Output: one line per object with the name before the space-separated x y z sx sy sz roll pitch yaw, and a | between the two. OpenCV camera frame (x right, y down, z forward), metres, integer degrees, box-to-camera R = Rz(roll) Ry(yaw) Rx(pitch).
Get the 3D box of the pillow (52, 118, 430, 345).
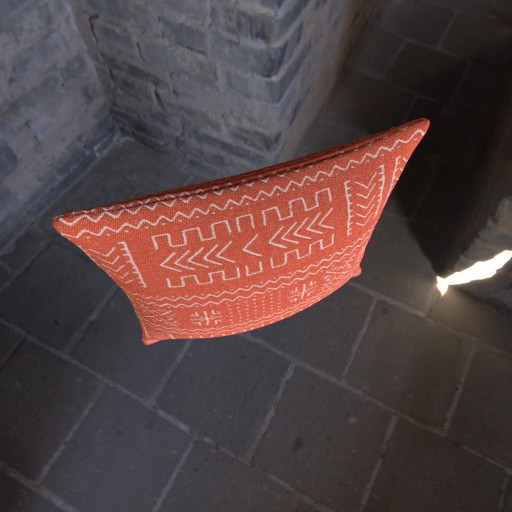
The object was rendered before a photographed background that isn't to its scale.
pillow | 0.000 0.000 0.664 0.438 0.429 0.164 -17 64 -9
